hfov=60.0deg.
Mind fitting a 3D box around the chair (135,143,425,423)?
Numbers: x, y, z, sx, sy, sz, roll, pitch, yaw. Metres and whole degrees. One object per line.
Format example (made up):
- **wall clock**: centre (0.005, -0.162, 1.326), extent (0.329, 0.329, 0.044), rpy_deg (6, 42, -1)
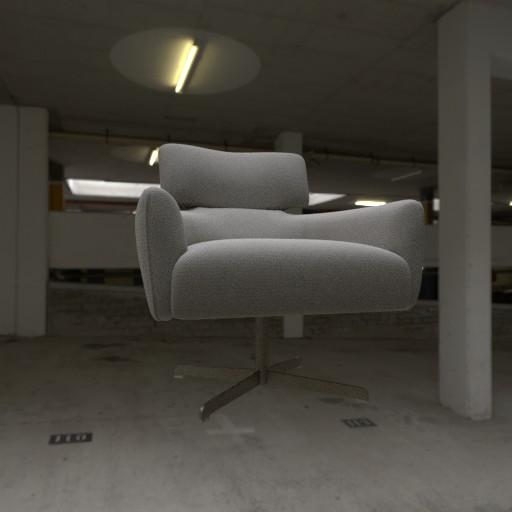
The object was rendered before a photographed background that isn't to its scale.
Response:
- **chair**: centre (0.000, 0.000, 1.403), extent (0.760, 0.810, 0.730), rpy_deg (0, -1, -18)
